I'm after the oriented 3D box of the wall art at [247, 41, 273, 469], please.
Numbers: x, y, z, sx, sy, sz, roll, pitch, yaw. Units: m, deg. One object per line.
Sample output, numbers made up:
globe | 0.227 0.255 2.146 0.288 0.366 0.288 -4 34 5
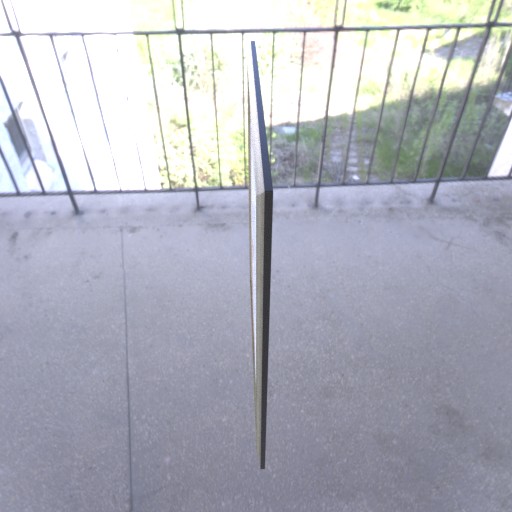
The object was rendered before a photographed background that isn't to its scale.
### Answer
wall art | 0.000 0.000 0.894 0.018 0.660 0.559 -1 41 -2
